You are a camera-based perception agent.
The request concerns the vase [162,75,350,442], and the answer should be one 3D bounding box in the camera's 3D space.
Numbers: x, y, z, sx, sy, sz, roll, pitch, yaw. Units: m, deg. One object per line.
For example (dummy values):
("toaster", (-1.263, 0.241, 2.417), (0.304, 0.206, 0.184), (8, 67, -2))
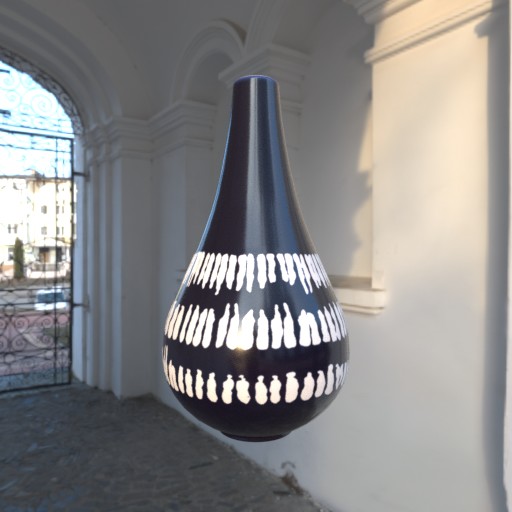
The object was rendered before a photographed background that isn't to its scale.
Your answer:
("vase", (0.000, 0.000, 0.381), (0.159, 0.295, 0.159), (0, 1, 0))
